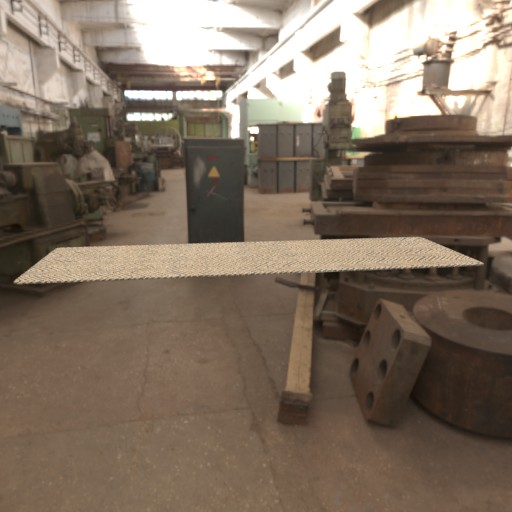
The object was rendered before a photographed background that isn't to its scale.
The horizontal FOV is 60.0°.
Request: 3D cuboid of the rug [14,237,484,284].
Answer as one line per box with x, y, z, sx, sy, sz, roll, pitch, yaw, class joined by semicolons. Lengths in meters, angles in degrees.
0.000;0.000;2.446;2.286;0.008;0.686;-2;15;-8;rug
